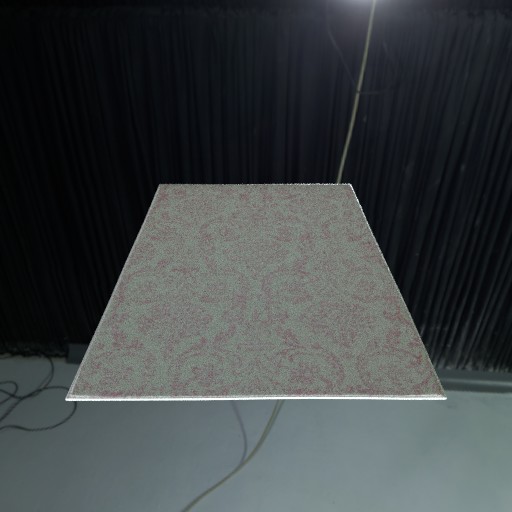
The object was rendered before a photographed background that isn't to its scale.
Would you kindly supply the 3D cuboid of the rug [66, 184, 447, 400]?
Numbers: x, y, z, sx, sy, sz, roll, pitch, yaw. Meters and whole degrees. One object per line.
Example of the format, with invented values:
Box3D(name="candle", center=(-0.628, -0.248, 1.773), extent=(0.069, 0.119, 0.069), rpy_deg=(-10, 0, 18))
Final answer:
Box3D(name="rug", center=(0.000, 0.000, 2.775), extent=(1.598, 0.014, 2.202), rpy_deg=(0, 33, 0))
